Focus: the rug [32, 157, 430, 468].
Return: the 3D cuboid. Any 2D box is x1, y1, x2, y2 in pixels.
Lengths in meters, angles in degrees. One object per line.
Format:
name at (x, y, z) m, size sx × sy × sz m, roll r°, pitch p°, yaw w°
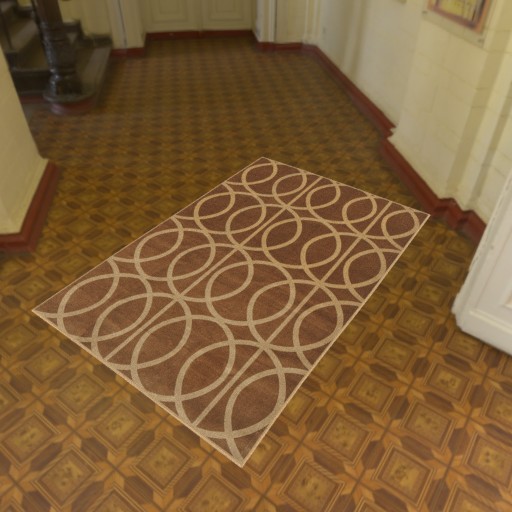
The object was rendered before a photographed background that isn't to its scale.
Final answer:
rug at (0.000, 0.000, 2.903) m, size 1.528 × 0.014 × 2.294 m, roll 25°, pitch 46°, yaw 27°
